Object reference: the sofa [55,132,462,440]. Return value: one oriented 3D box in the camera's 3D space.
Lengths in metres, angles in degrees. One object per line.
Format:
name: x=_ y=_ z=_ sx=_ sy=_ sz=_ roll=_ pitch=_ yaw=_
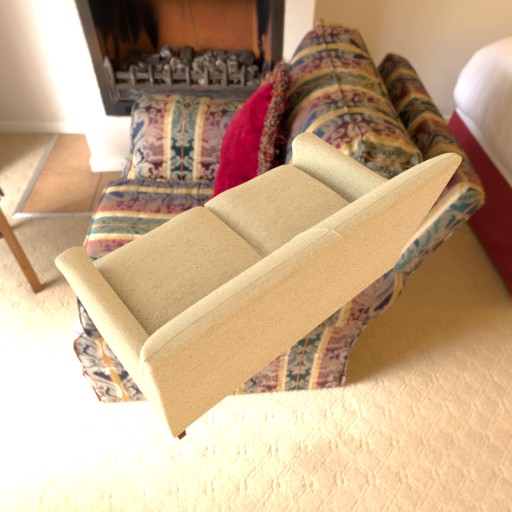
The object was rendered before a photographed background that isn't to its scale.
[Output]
sofa: x=0.000 y=0.000 z=2.028 sx=1.482 sy=0.892 sz=0.891 roll=-32 pitch=55 yaw=-26
